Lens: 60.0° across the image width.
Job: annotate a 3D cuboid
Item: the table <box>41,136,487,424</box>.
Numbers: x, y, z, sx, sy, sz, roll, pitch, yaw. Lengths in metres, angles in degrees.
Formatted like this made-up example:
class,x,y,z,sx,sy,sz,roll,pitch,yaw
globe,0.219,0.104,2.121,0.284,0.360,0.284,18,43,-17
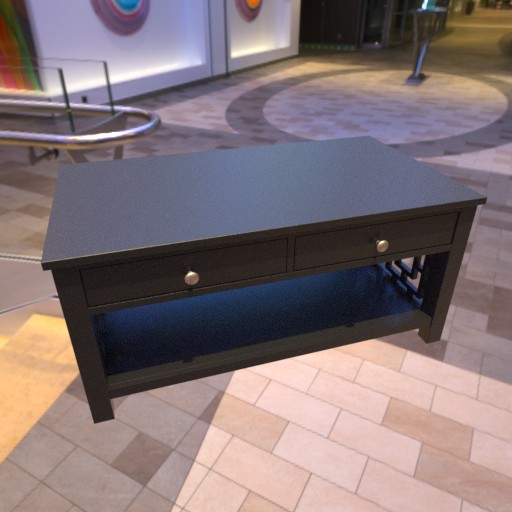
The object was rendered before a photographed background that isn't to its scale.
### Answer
class,x,y,z,sx,sy,sz,roll,pitch,yaw
table,0.000,0.000,1.370,1.068,0.493,0.612,-9,32,-15
